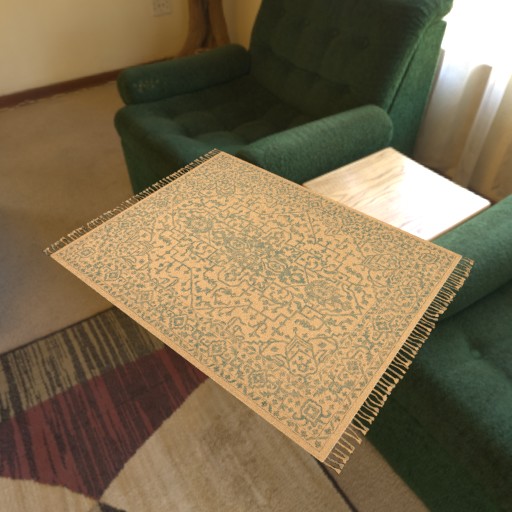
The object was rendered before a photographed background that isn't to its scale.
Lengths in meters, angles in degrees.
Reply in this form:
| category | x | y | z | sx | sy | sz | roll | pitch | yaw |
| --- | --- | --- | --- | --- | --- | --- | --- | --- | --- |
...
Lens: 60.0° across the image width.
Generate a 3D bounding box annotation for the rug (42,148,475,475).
| category | x | y | z | sx | sy | sz | roll | pitch | yaw |
| --- | --- | --- | --- | --- | --- | --- | --- | --- | --- |
| rug | 0.000 | 0.000 | 4.195 | 3.327 | 0.010 | 2.464 | 29 | 51 | 27 |
